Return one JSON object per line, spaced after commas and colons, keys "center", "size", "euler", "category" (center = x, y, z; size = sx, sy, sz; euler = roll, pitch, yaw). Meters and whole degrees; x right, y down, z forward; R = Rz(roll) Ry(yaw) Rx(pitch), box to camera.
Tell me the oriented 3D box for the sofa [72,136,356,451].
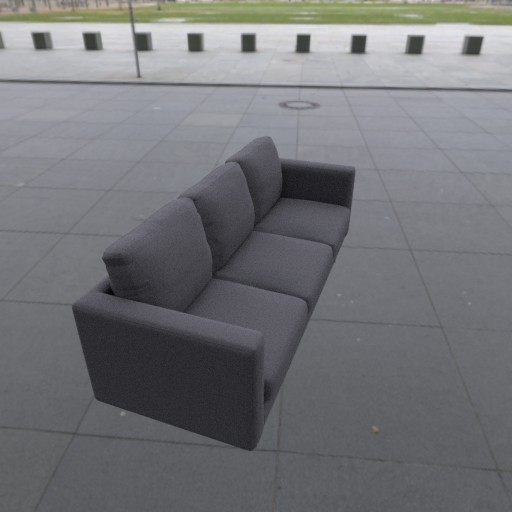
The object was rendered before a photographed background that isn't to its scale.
{"center": [0.000, 0.000, 2.542], "size": [0.802, 0.912, 2.029], "euler": [11, 32, 18], "category": "sofa"}
